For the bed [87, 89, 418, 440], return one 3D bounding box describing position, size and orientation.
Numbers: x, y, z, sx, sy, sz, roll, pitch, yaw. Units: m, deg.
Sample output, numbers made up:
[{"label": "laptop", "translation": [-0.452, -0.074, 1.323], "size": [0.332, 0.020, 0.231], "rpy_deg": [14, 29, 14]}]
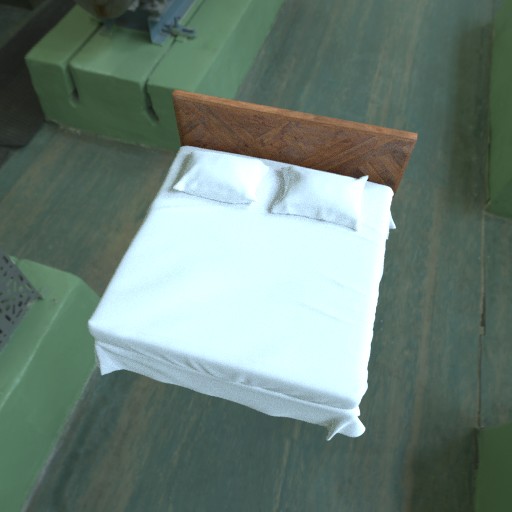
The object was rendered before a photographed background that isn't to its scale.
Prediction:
[{"label": "bed", "translation": [0.000, 0.000, 3.501], "size": [2.255, 1.158, 2.165], "rpy_deg": [13, 58, 8]}]
